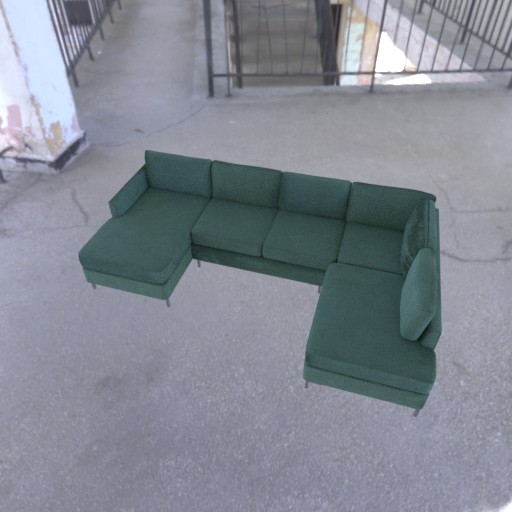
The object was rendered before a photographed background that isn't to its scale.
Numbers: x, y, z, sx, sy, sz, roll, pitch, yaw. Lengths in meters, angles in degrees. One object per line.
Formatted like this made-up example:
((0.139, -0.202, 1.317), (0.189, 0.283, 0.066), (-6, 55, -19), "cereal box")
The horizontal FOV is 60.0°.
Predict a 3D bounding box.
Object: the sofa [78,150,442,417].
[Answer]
((0.000, 0.000, 4.415), (3.434, 0.992, 2.055), (11, 43, 13), "sofa")
